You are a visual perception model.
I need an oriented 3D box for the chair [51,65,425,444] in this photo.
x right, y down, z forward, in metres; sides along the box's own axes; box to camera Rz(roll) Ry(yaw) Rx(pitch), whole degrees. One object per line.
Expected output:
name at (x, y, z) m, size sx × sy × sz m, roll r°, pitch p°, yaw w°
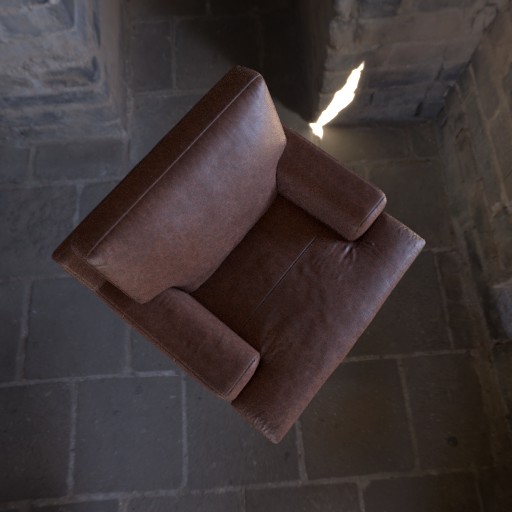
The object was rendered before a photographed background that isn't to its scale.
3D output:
chair at (0.000, 0.000, 1.969) m, size 1.143 × 0.939 × 1.168 m, roll 38°, pitch 78°, yaw 10°
